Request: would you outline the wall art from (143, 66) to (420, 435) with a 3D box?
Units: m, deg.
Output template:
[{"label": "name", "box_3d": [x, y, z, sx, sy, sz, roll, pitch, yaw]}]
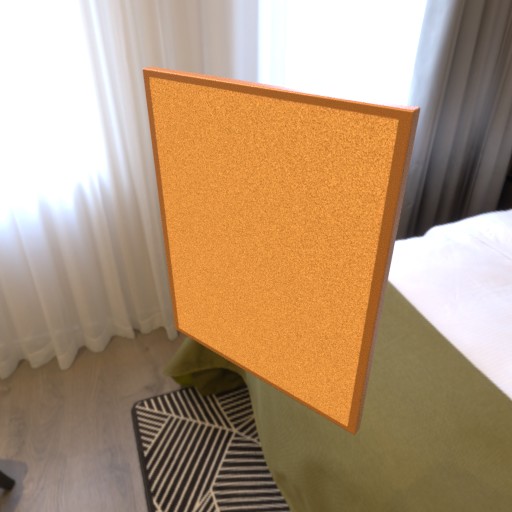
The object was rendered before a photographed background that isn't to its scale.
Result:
[{"label": "wall art", "box_3d": [0.000, 0.000, 0.515, 0.310, 0.379, 0.015, 22, 38, 32]}]
